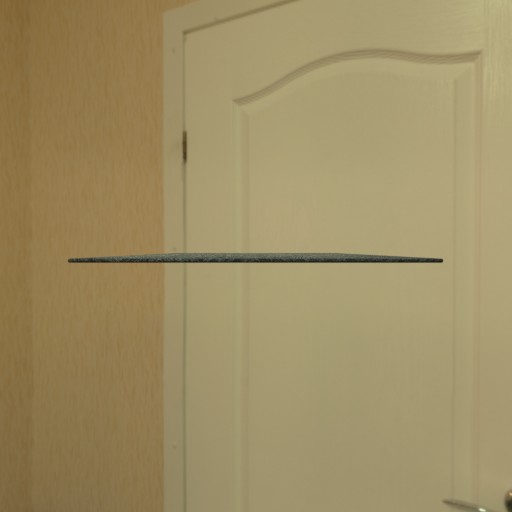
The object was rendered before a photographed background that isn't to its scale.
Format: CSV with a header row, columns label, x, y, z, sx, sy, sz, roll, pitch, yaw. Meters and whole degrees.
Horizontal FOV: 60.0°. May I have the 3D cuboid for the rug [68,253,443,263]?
label,x,y,z,sx,sy,sz,roll,pitch,yaw
rug,0.000,0.000,2.902,1.478,0.017,2.330,0,1,0
